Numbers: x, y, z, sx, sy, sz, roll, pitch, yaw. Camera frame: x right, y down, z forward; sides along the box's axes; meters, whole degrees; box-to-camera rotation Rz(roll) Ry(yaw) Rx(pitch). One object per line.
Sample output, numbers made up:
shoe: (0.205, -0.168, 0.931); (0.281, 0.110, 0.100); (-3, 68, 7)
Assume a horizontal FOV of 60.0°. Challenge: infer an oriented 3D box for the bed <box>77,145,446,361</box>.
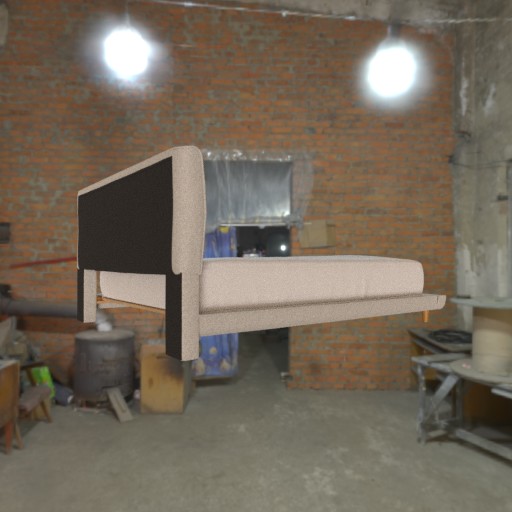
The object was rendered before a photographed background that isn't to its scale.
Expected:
bed: (0.000, 0.000, 3.750); (2.498, 1.126, 1.980); (0, -1, -37)
